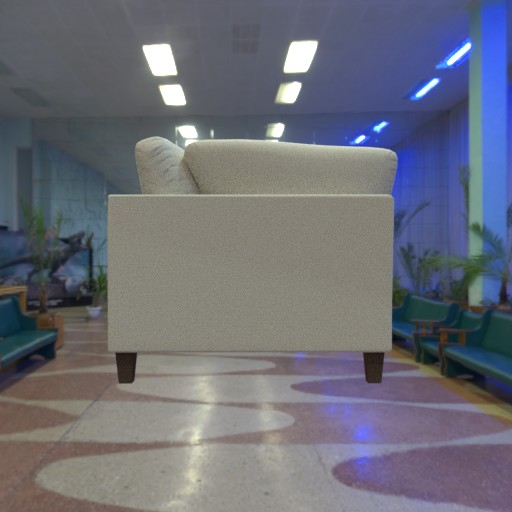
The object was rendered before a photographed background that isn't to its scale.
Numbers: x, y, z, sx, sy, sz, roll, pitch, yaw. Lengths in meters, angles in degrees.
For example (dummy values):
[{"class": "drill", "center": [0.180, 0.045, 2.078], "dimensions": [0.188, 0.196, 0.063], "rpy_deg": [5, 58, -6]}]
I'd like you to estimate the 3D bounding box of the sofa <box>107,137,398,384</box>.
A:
[{"class": "sofa", "center": [0.000, 0.000, 2.295], "dimensions": [0.970, 0.836, 1.776], "rpy_deg": [0, 0, 0]}]
